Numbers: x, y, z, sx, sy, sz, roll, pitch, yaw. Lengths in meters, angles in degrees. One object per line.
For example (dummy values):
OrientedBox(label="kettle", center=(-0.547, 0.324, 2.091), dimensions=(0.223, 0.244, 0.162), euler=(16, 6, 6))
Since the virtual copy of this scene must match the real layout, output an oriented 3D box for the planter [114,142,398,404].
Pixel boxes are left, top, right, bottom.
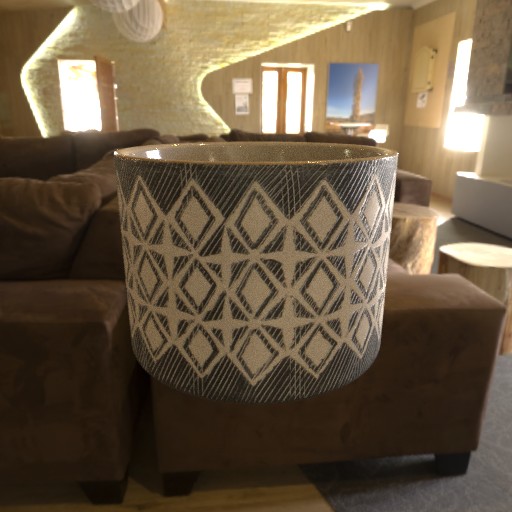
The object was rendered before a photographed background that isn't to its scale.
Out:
OrientedBox(label="planter", center=(0.000, 0.000, 0.222), dimensions=(0.126, 0.104, 0.126), euler=(0, 17, 0))
